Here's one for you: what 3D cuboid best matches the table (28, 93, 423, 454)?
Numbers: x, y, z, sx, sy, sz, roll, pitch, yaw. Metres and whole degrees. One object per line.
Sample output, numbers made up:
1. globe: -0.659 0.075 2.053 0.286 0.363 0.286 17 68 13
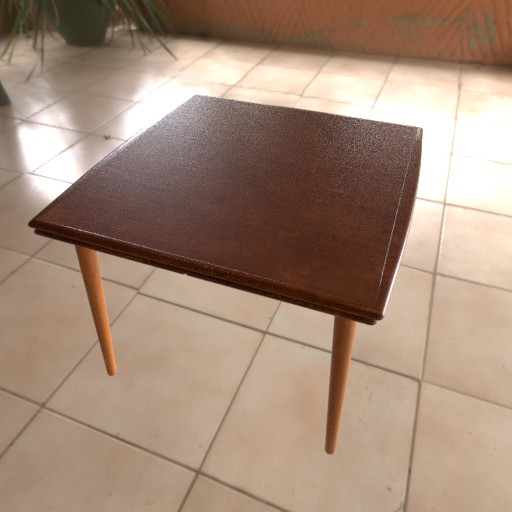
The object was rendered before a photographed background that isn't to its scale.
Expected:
1. table: 0.000 0.000 1.655 0.991 0.754 0.991 14 43 15
